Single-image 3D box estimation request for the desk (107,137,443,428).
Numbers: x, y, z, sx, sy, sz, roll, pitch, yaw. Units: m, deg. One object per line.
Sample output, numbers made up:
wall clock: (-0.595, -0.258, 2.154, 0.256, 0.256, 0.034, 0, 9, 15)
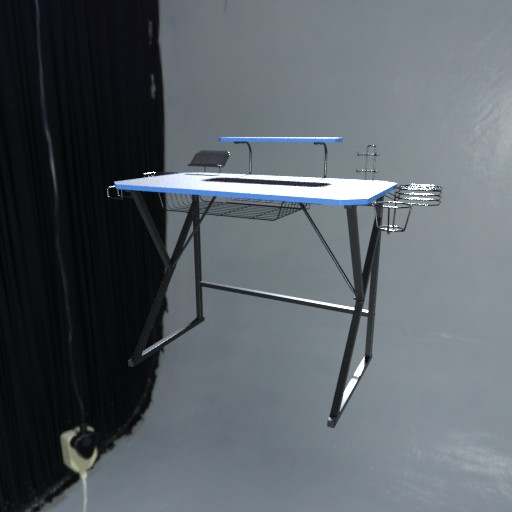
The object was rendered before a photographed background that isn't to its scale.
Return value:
desk: (0.000, 0.000, 1.769, 1.295, 0.909, 0.594, 8, 17, 26)
